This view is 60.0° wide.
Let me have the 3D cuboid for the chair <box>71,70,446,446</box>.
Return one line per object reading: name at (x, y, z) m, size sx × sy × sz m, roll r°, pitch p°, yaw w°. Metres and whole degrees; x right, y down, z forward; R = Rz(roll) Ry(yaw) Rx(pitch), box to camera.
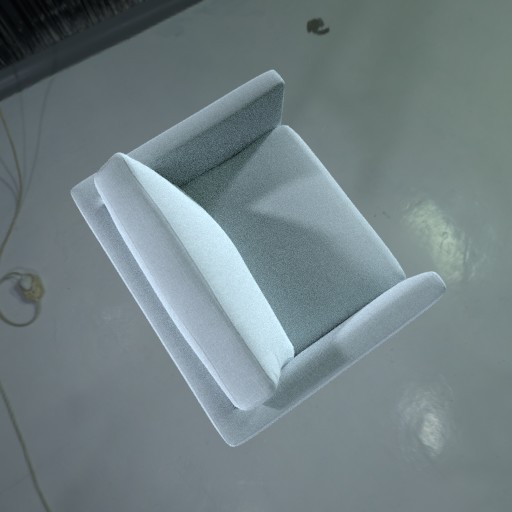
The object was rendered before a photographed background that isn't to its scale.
chair at (0.000, 0.000, 1.839) m, size 0.953 × 0.961 × 1.107 m, roll -34°, pitch 79°, yaw -8°
